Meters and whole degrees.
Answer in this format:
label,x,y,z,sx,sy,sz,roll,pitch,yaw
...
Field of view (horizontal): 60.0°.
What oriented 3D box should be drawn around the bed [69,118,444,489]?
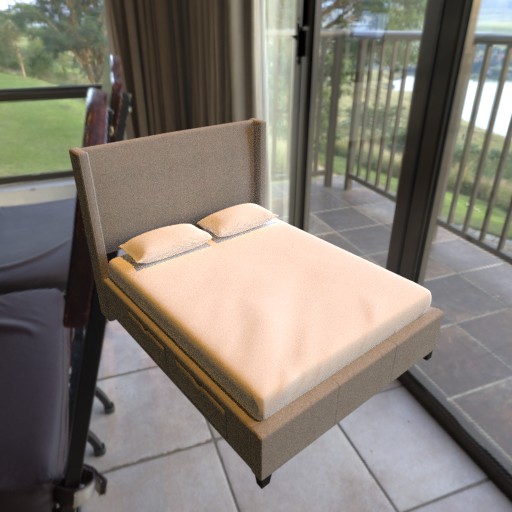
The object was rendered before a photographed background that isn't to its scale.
label,x,y,z,sx,sy,sz,roll,pitch,yaw
bed,0.000,0.000,3.364,1.774,1.491,2.222,-21,35,-34
